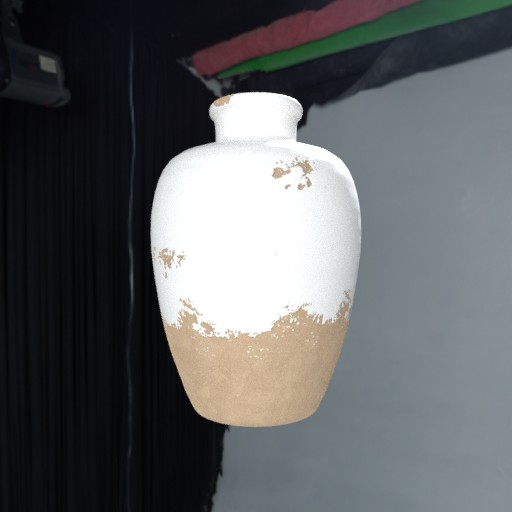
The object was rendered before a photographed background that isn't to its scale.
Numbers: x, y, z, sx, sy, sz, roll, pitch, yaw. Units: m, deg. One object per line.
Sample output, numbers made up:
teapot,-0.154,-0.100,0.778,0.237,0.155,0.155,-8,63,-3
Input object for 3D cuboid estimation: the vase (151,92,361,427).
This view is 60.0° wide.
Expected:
vase,0.000,0.000,0.342,0.158,0.228,0.158,0,1,0
